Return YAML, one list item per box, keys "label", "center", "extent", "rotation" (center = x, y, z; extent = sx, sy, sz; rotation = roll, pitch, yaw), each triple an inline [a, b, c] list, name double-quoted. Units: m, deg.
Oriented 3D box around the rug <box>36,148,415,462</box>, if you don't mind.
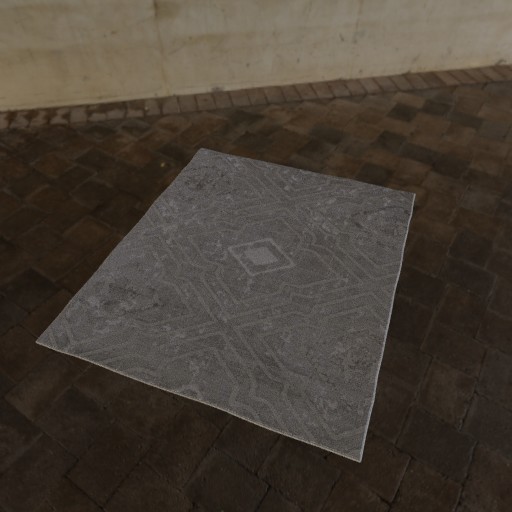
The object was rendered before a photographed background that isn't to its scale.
- label: "rug"
  center: [0.000, 0.000, 0.881]
  extent: [0.548, 0.006, 0.639]
  rotation: [15, 47, 14]
